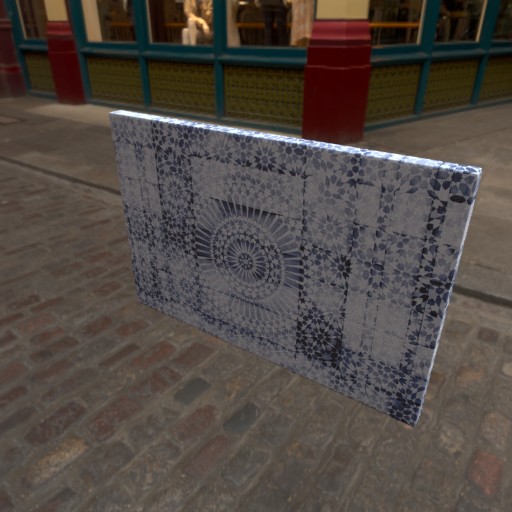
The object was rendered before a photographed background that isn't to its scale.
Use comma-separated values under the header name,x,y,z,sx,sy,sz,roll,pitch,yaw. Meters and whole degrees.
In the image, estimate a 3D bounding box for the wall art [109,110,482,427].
name,x,y,z,sx,sy,sz,roll,pitch,yaw
wall art,0.000,0.000,0.743,0.608,0.406,0.030,18,34,29
